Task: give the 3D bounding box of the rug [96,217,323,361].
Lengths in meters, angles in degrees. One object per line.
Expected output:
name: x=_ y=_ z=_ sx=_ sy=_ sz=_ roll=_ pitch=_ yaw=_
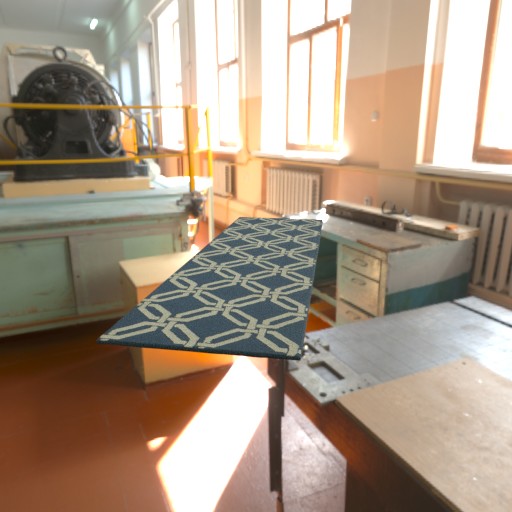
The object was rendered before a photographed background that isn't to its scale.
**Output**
rug: x=0.000 y=0.000 z=2.485 sx=0.678 sy=0.014 sz=2.276 roll=3 pitch=16 yaw=10
